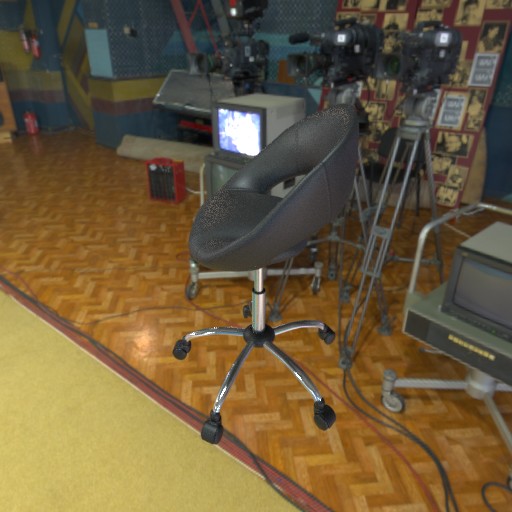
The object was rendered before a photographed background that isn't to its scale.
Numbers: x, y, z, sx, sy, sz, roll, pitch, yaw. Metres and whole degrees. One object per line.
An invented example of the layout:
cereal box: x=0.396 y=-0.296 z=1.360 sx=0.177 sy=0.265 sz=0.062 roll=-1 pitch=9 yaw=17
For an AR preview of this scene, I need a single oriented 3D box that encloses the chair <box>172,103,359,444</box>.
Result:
chair: x=0.000 y=0.000 z=1.215 sx=0.538 sy=0.791 sz=0.612 roll=0 pitch=27 yaw=0
